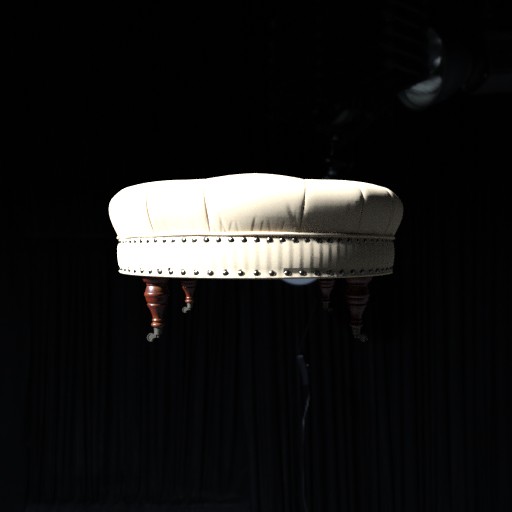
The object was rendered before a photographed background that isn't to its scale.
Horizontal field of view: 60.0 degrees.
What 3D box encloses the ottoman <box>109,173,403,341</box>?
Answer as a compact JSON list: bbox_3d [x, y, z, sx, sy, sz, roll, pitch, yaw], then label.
[{"bbox_3d":[0.000,0.000,1.431,0.901,0.439,0.901,0,1,0],"label":"ottoman"}]
